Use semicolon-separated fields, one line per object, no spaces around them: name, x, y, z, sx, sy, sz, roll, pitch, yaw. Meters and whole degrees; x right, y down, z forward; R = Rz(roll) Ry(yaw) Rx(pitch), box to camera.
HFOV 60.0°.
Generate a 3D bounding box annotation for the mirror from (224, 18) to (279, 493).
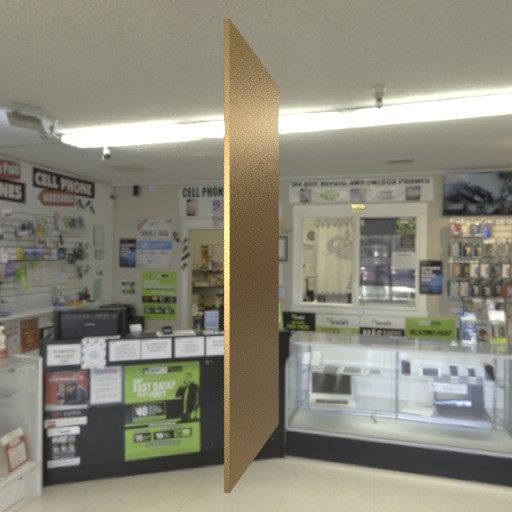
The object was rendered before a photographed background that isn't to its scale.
mirror;0.000;0.000;2.284;0.025;2.031;0.812;0;0;18
